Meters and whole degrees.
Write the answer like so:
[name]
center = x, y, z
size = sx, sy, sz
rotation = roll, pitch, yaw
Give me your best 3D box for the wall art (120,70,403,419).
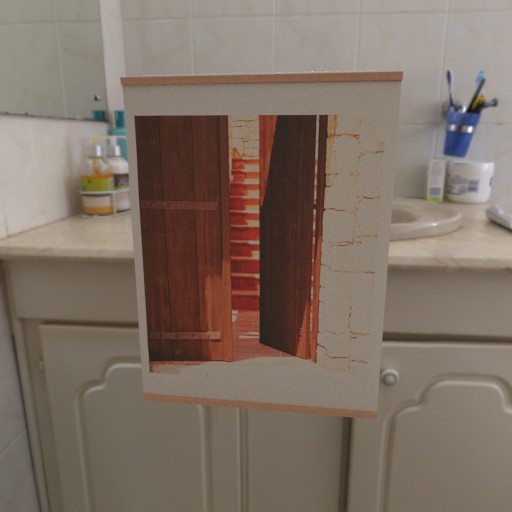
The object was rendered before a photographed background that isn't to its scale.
[wall art]
center = 0.000, 0.000, 1.310
size = 0.758, 1.013, 0.020
rotation = 2, 14, 8
